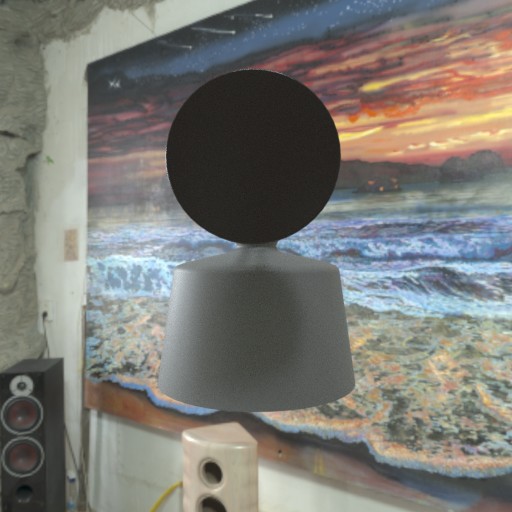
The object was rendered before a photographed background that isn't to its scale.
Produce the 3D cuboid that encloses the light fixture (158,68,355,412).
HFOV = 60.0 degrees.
[{"bbox_3d":[0.000,0.000,0.442,0.204,0.268,0.254,0,0,1],"label":"light fixture"}]
